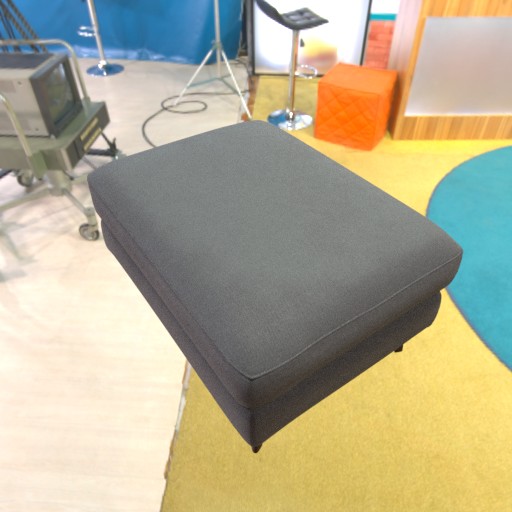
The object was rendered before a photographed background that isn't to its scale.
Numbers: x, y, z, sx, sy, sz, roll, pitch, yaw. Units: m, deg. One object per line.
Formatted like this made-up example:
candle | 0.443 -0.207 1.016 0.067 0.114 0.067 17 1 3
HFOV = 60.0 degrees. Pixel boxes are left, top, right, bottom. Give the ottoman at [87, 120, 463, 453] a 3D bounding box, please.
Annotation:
ottoman | 0.000 0.000 1.184 0.608 0.449 0.811 -25 48 -25
